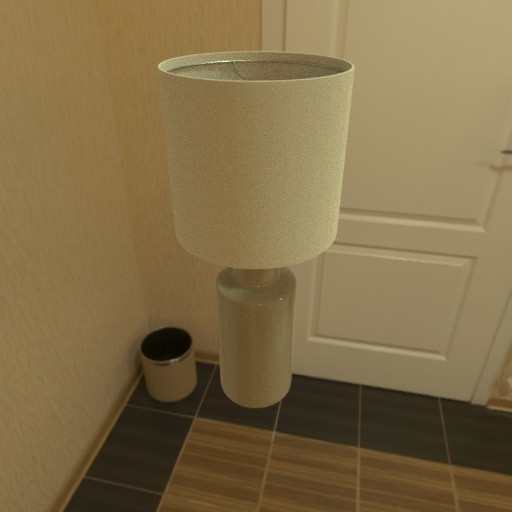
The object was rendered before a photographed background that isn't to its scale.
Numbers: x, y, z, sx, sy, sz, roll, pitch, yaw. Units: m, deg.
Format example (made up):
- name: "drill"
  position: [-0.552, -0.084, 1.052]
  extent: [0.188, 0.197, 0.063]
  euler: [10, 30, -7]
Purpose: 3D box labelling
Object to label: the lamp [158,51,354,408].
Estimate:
- name: "lamp"
  position: [0.000, 0.000, 0.612]
  extent: [0.212, 0.493, 0.212]
  euler: [-9, 32, -14]
